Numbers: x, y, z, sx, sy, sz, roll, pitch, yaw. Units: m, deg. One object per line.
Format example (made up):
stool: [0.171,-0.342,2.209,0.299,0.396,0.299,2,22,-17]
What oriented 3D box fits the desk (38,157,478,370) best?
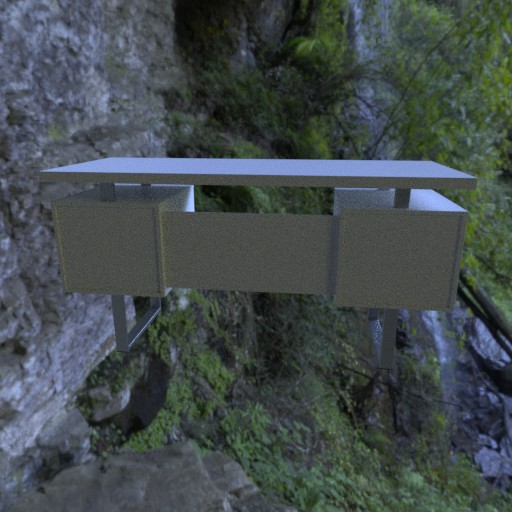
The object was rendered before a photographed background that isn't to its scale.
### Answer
desk: [0.000,0.000,1.926,1.530,0.773,0.603,2,17,7]
